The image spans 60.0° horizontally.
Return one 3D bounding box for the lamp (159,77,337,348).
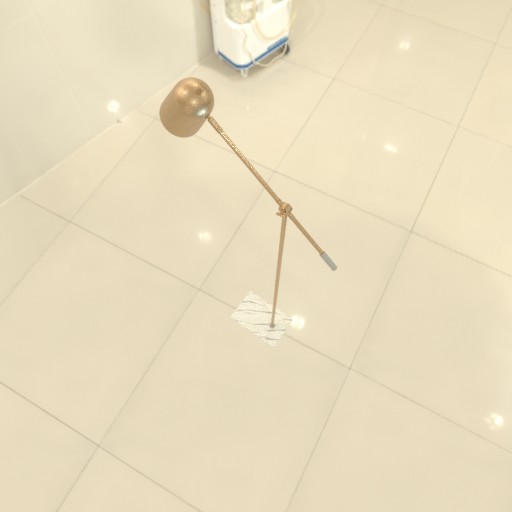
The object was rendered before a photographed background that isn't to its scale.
[{"bbox_3d":[0.000,0.000,1.810,0.653,1.594,0.194,33,69,14],"label":"lamp"}]
